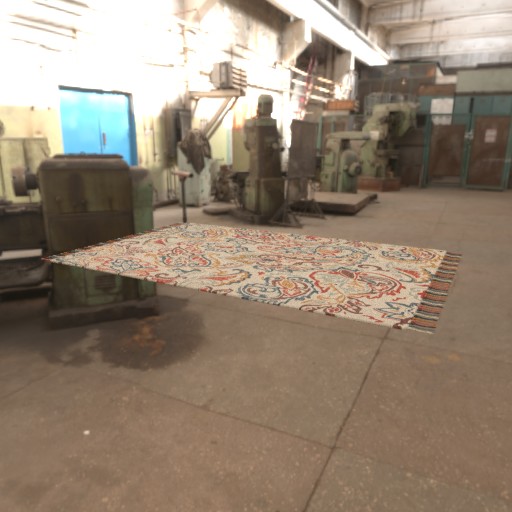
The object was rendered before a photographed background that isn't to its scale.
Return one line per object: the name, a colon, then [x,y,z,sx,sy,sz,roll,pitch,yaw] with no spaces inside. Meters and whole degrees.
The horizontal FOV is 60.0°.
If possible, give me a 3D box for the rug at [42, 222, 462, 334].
rug: [0.000,0.000,2.443,1.997,0.010,1.218,8,17,27]
